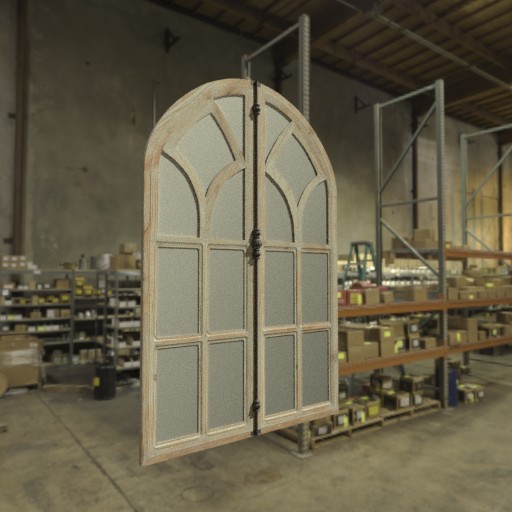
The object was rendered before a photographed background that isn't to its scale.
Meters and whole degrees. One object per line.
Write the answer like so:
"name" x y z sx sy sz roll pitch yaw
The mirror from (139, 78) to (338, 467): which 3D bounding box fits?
"mirror" 0.000 0.000 1.145 0.609 0.915 0.032 2 -3 -37
